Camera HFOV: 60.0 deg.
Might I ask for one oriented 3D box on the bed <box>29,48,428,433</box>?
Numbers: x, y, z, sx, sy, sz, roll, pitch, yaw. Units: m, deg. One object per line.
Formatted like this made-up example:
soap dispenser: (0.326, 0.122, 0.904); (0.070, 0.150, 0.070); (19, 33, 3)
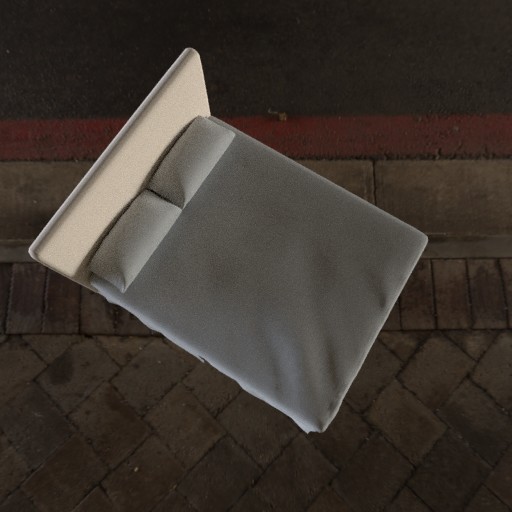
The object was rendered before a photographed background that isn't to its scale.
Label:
bed: (0.000, 0.000, 3.225); (2.142, 1.330, 1.748); (31, 77, 8)
